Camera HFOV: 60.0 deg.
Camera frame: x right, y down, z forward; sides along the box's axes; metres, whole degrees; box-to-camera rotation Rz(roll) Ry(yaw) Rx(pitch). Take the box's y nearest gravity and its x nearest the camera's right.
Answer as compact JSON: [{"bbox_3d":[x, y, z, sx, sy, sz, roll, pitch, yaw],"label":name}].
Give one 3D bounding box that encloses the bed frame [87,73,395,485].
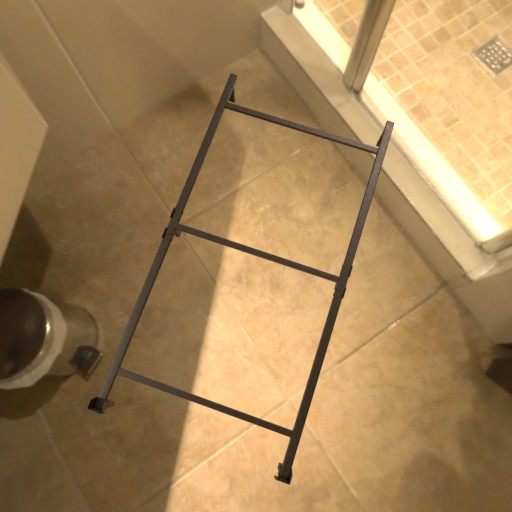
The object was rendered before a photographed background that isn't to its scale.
[{"bbox_3d":[0.000,0.000,2.295,0.968,0.248,1.897,18,77,5],"label":"bed frame"}]
